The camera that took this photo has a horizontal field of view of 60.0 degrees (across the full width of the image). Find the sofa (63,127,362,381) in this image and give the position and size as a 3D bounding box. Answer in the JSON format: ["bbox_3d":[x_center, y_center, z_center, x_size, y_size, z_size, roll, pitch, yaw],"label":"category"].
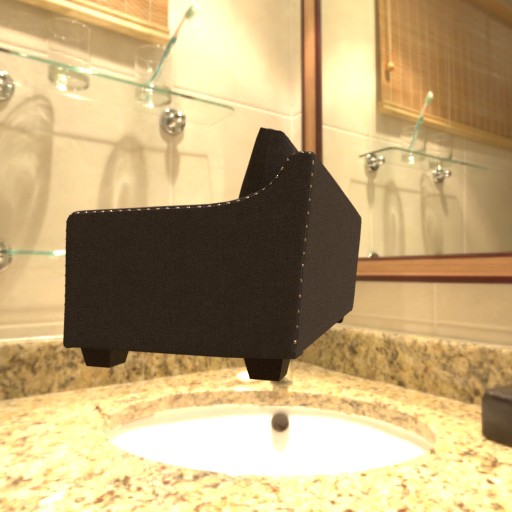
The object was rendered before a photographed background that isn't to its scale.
[{"bbox_3d":[0.000,0.000,3.275,1.336,1.196,2.550,-1,-2,18],"label":"sofa"}]
